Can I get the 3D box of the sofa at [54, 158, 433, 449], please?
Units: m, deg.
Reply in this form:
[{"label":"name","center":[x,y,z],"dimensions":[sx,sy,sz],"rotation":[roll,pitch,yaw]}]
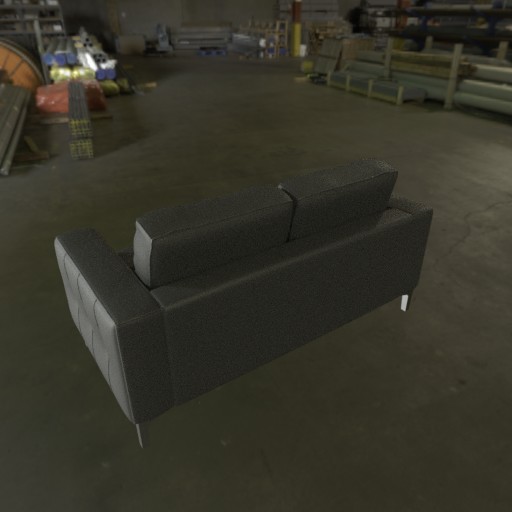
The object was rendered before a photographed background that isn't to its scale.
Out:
[{"label":"sofa","center":[0.000,0.000,2.243],"dimensions":[1.726,0.893,0.833],"rotation":[-19,34,-30]}]
